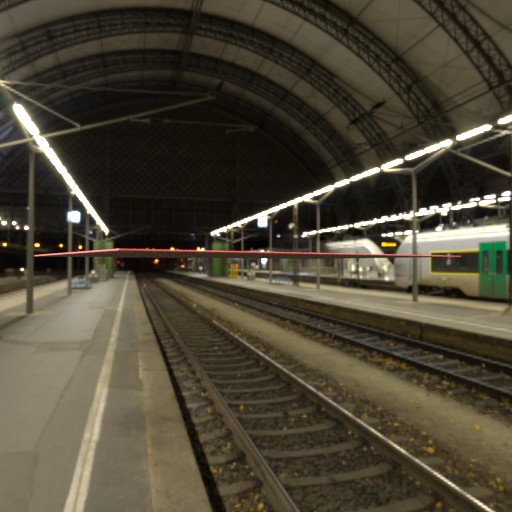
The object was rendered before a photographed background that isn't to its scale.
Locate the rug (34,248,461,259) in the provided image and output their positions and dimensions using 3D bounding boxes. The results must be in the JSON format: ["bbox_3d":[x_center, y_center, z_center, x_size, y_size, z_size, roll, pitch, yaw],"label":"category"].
[{"bbox_3d":[0.000,0.000,2.973,2.423,0.010,1.534,1,-1,-37],"label":"rug"}]
